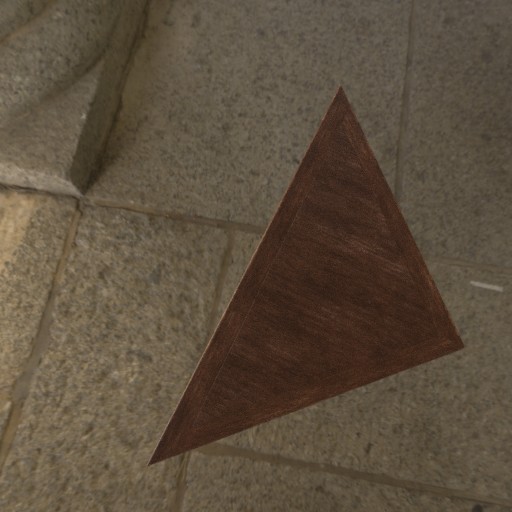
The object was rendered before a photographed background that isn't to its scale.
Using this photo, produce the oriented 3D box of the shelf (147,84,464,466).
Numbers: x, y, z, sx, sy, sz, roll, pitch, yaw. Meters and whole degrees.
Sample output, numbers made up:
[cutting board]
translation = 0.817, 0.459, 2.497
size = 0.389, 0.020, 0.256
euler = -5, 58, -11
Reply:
[shelf]
translation = 0.000, 0.000, 0.440
size = 0.296, 0.035, 0.296
euler = -18, 74, -5
